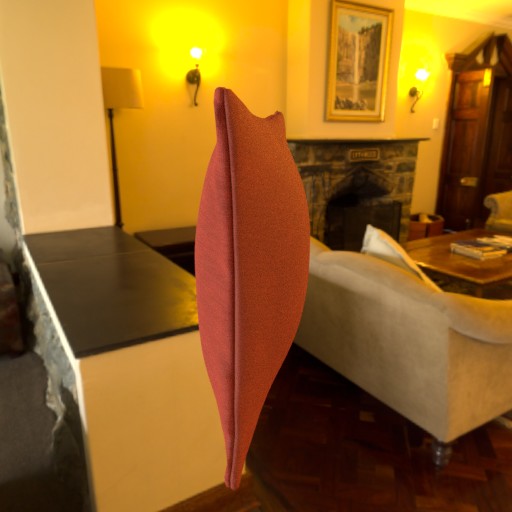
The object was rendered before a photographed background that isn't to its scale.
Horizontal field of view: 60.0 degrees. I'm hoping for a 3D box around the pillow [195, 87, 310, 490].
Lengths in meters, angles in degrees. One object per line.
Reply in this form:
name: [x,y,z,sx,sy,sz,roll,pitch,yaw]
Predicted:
pillow: [0.000,0.000,0.634,0.151,0.416,0.435,3,16,9]
